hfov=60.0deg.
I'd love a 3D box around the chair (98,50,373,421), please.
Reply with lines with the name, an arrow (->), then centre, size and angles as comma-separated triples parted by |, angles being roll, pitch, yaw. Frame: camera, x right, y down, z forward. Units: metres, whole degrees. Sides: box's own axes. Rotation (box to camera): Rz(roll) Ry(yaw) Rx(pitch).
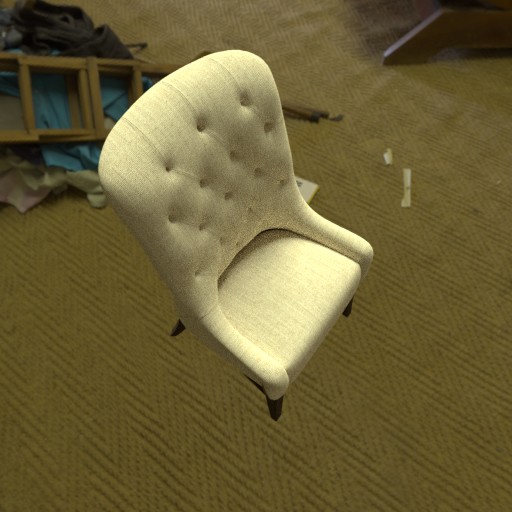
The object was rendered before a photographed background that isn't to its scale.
chair -> 0.000, 0.000, 1.471 | 0.629, 1.091, 0.634 | 32, 63, 18
